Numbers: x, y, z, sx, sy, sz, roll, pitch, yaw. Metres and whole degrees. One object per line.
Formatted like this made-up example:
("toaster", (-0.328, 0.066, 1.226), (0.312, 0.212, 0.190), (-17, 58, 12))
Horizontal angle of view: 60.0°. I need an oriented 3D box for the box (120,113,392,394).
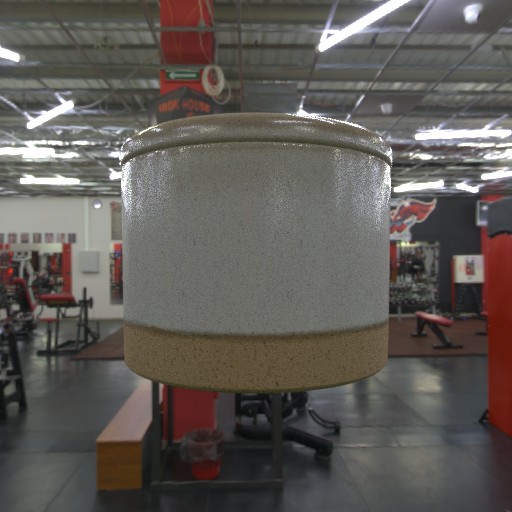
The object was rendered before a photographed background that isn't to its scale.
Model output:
("box", (0.000, 0.000, 0.262), (0.154, 0.123, 0.154), (0, 0, 0))
